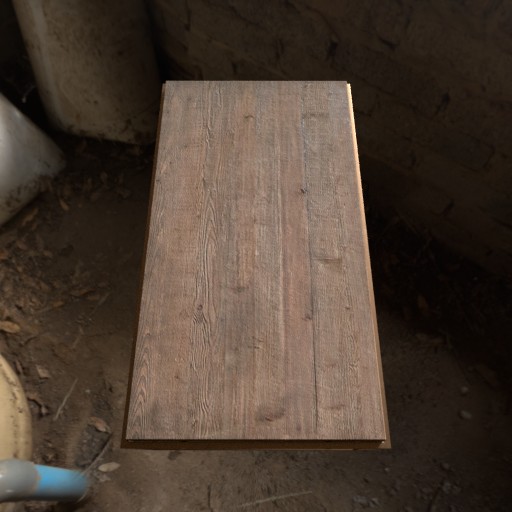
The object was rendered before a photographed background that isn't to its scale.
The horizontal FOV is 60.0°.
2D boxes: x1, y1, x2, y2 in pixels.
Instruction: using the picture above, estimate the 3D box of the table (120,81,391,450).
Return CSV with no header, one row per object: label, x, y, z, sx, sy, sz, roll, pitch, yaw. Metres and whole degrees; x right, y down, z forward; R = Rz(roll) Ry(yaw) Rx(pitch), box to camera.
table,0.000,0.000,1.731,0.775,0.468,1.387,0,66,0
